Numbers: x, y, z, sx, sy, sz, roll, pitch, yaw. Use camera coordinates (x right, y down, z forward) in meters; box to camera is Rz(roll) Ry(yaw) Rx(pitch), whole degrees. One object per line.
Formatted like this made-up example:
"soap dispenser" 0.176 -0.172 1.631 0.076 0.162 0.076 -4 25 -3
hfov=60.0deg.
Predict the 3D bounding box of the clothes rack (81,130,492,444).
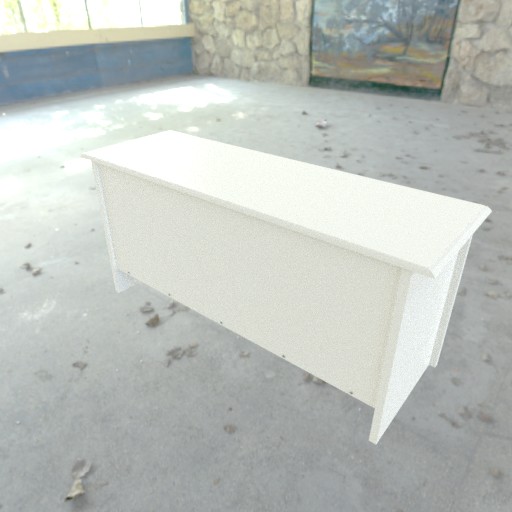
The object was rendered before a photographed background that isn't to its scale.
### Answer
"clothes rack" 0.000 0.000 1.456 1.218 0.558 0.405 22 37 33
